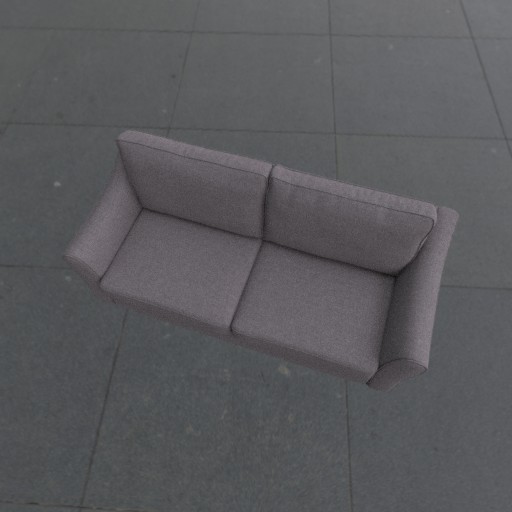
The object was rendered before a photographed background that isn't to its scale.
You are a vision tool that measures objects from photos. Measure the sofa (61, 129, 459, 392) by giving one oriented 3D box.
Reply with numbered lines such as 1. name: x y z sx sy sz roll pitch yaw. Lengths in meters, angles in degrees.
1. sofa: 0.000 0.000 2.793 2.203 0.976 1.013 16 60 10
